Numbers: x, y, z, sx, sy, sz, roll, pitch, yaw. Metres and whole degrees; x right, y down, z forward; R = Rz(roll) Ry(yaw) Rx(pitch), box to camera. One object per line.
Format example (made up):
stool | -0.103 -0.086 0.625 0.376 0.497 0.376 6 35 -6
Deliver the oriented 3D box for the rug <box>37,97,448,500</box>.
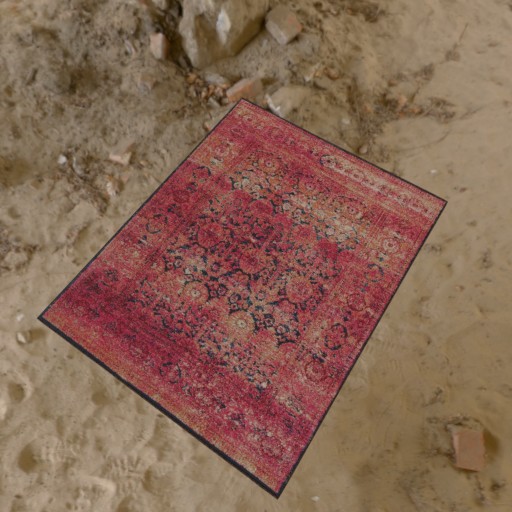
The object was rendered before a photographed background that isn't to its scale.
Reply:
rug | 0.000 0.000 3.987 2.411 0.020 3.032 31 68 14
